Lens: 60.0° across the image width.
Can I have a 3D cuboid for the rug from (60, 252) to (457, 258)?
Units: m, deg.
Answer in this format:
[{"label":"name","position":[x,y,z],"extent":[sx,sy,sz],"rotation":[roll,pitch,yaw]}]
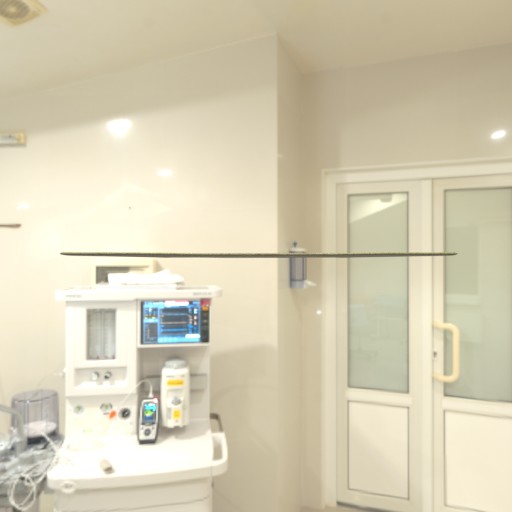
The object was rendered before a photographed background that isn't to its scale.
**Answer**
[{"label":"rug","position":[0.000,0.000,2.918],"extent":[1.606,0.017,2.270],"rotation":[0,0,-1]}]
